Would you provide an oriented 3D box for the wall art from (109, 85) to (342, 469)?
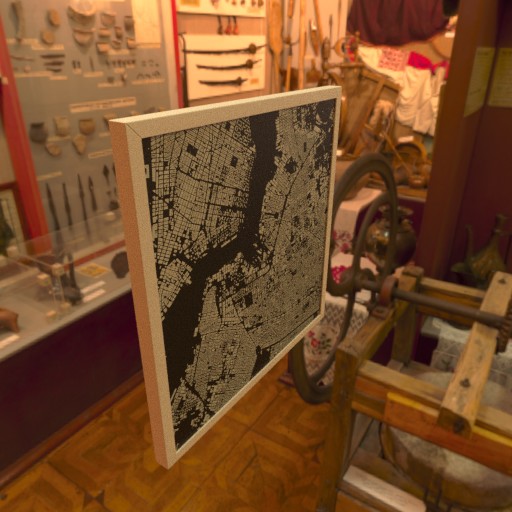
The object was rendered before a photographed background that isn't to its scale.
[{"bbox_3d":[0.000,0.000,1.130,0.050,0.762,0.761,17,31,31],"label":"wall art"}]
